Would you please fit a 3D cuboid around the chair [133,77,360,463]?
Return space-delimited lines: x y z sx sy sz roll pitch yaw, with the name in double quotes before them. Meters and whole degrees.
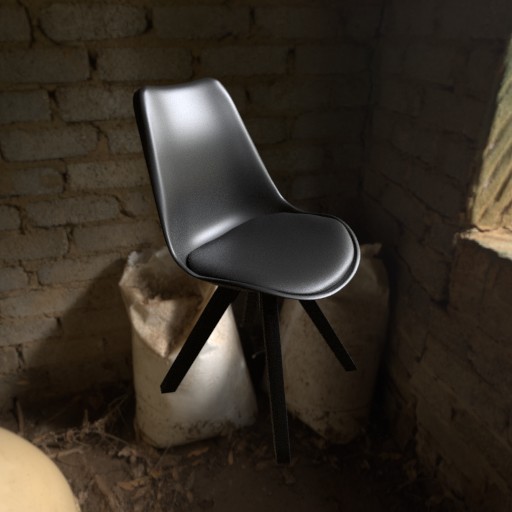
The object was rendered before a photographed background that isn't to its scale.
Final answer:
"chair" 0.000 0.000 1.193 0.530 0.850 0.485 18 33 31
